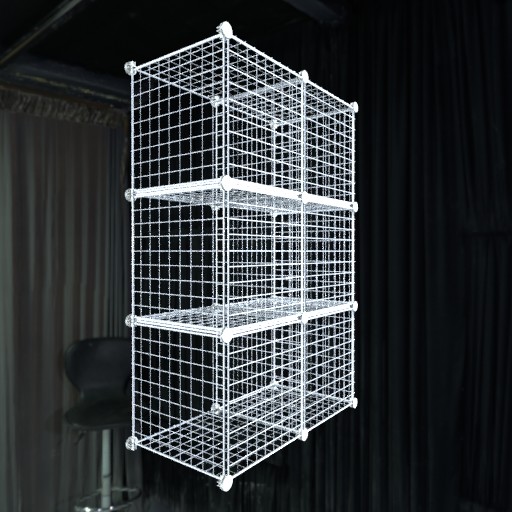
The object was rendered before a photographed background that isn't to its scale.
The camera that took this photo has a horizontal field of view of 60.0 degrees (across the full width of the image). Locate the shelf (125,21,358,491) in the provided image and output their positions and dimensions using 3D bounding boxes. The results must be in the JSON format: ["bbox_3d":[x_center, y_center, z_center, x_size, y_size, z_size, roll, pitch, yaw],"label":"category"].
[{"bbox_3d":[0.000,0.000,1.386,0.356,1.067,0.711,0,1,37],"label":"shelf"}]
